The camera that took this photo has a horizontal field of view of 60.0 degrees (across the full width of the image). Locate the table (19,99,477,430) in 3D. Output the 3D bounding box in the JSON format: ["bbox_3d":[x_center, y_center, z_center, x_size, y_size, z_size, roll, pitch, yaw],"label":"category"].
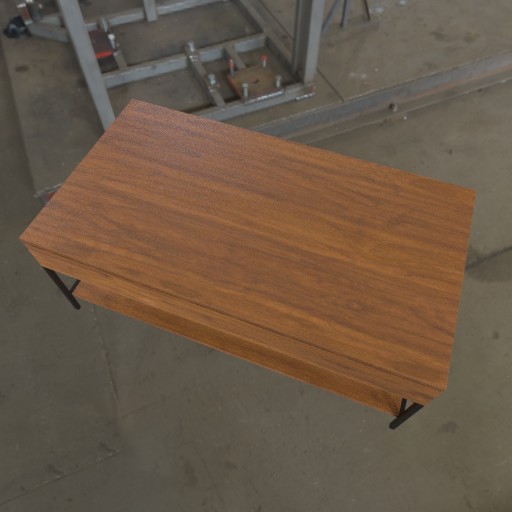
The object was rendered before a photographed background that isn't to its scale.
[{"bbox_3d":[0.000,0.000,1.330,1.057,0.414,0.574,18,59,11],"label":"table"}]
